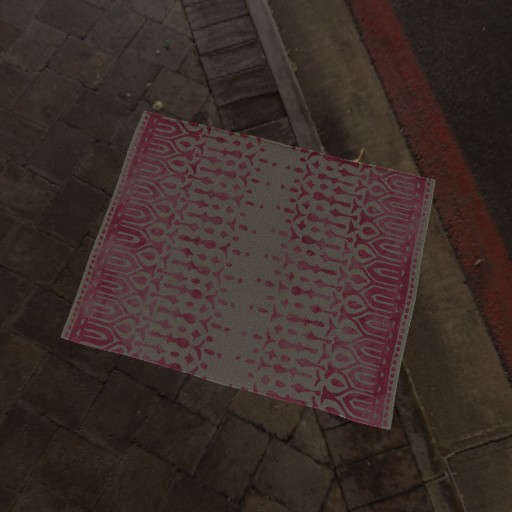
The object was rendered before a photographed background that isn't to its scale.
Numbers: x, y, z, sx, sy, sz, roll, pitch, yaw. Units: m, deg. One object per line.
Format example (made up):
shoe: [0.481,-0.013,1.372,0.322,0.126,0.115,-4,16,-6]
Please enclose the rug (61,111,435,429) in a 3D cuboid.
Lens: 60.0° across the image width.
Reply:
rug: [0.000,0.000,4.246,3.095,0.016,2.441,15,76,4]
